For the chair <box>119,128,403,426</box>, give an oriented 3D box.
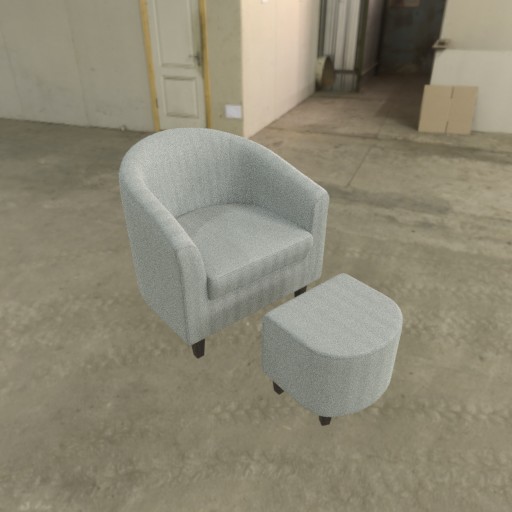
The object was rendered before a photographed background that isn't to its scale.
[{"bbox_3d":[0.000,0.000,1.792,0.756,0.757,1.288,-23,38,-33],"label":"chair"}]
